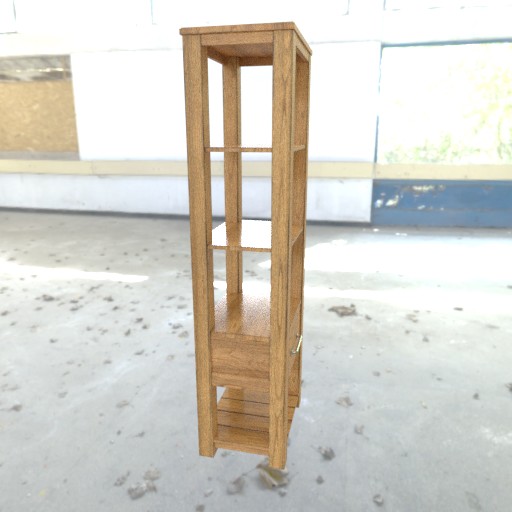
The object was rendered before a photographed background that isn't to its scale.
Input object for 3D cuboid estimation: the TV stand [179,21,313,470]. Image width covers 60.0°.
[{"bbox_3d":[0.000,0.000,2.053,0.435,1.828,0.565,4,16,13],"label":"TV stand"}]
